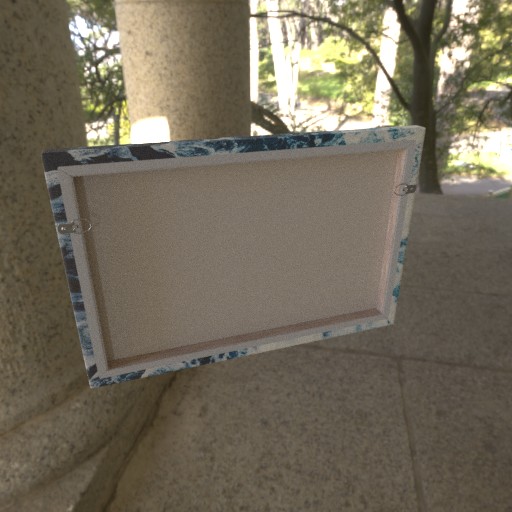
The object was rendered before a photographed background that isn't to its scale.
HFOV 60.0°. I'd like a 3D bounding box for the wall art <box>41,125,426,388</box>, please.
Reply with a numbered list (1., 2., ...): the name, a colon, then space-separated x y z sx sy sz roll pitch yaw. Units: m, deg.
1. wall art: 0.000 0.000 1.158 0.915 0.610 0.042 -8 27 -17
